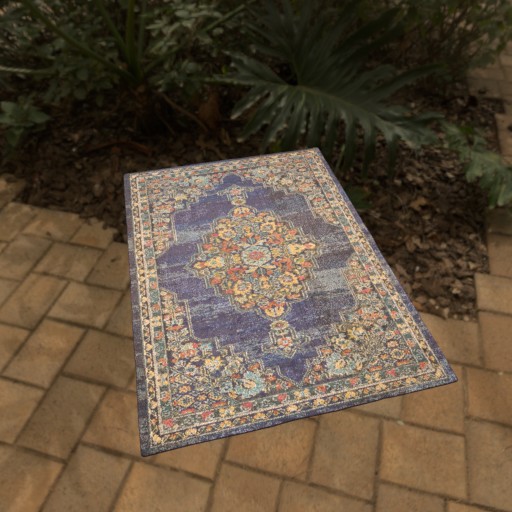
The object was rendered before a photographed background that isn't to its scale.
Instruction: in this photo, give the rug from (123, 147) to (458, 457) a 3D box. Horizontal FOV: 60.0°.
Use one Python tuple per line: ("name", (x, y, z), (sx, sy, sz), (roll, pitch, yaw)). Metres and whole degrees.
("rug", (0.000, 0.000, 2.902), (1.630, 0.009, 2.232), (-10, 47, -9))
